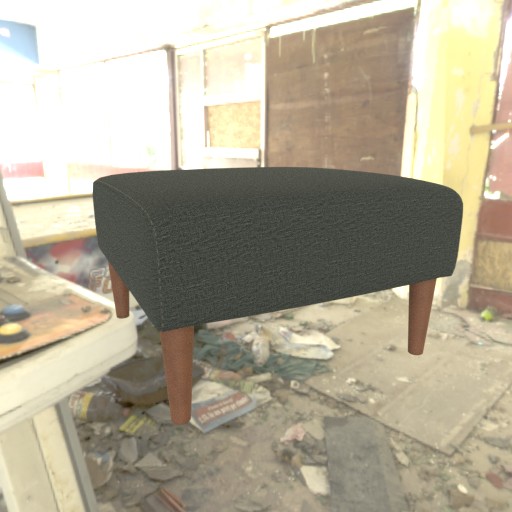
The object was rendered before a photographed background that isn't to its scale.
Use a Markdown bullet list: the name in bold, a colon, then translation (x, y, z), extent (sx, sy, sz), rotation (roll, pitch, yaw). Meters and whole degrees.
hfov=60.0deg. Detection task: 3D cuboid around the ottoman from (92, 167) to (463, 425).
- **ottoman**: translation (0.000, 0.000, 1.059), extent (0.650, 0.398, 0.649), rotation (-7, 17, -26)
